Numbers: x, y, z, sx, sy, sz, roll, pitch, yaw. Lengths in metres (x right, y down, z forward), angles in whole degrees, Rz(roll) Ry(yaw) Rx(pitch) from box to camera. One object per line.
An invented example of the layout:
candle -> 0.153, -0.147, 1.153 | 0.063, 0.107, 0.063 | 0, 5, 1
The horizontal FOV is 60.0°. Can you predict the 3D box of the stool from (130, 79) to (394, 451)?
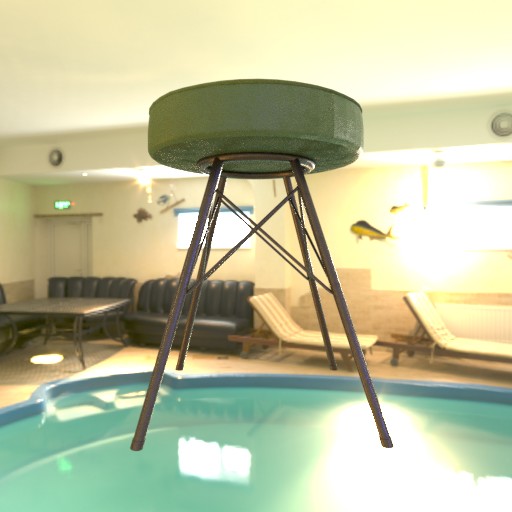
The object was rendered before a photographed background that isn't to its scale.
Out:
stool -> 0.000, 0.000, 0.913 | 0.430, 0.595, 0.457 | 0, 1, -1
